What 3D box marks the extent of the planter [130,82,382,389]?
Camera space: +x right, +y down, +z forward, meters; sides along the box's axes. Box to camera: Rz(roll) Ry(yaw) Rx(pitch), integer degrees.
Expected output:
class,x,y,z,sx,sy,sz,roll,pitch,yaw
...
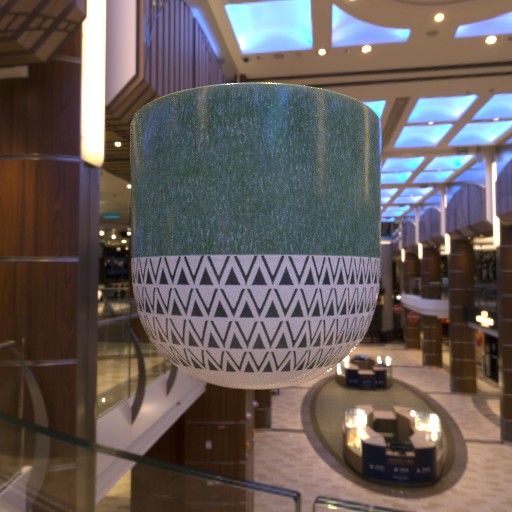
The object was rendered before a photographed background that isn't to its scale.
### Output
class,x,y,z,sx,sy,sz,roll,pitch,yaw
planter,0.000,0.000,0.484,0.266,0.270,0.266,0,-2,0
